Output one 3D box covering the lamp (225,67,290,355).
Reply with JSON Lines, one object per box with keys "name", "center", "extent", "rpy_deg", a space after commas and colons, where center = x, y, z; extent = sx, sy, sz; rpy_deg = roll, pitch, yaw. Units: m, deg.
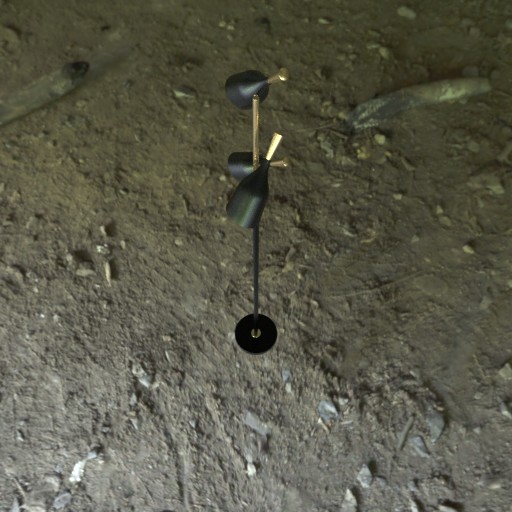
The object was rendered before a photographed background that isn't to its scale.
{"name": "lamp", "center": [0.000, 0.000, 1.874], "extent": [0.253, 1.778, 0.434], "rpy_deg": [0, 59, 0]}
